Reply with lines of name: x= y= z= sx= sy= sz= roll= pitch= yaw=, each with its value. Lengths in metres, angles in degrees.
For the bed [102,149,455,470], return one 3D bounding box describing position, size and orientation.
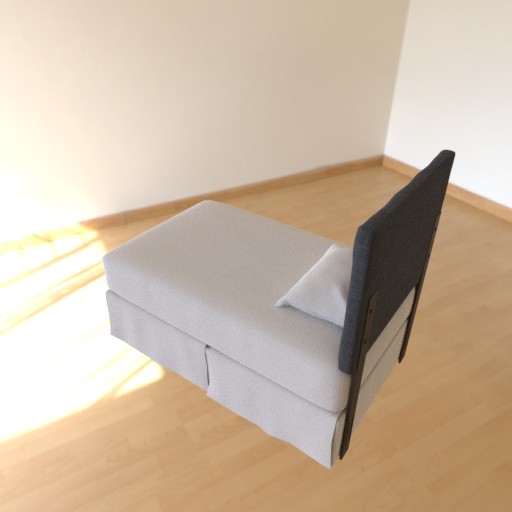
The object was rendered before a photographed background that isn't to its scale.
bed: x=0.000 y=0.000 z=3.012 sx=1.997 sy=1.571 sz=1.261 roll=22 pitch=39 yaw=30
